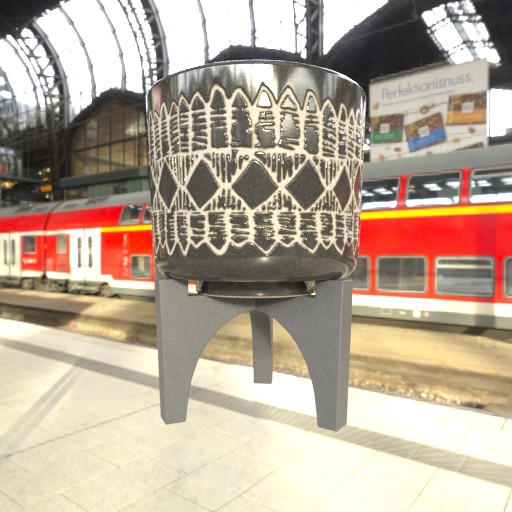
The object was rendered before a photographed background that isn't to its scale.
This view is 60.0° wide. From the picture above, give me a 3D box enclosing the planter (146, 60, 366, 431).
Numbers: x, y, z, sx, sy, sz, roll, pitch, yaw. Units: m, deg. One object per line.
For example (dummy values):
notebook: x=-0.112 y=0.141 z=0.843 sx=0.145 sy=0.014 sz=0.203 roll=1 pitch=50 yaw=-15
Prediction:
planter: x=0.000 y=0.000 z=0.521 sx=0.251 sy=0.355 sz=0.251 roll=1 pitch=1 yaw=36
